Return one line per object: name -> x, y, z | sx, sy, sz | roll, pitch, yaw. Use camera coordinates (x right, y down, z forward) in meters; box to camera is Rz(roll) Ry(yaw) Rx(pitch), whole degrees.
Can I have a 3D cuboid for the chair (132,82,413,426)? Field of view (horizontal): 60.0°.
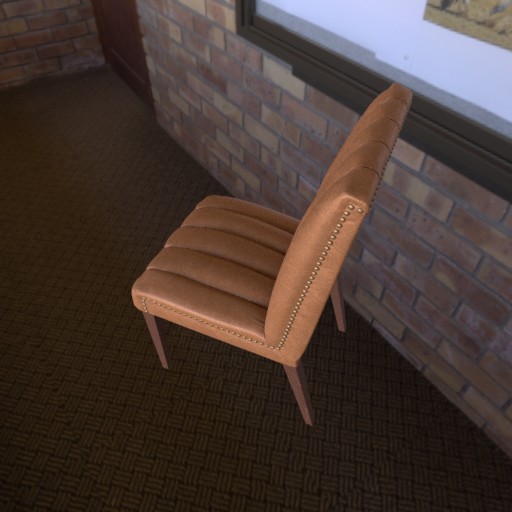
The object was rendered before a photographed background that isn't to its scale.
chair -> 0.000, 0.000, 1.376 | 0.647, 1.016, 0.511 | 17, 49, 16
